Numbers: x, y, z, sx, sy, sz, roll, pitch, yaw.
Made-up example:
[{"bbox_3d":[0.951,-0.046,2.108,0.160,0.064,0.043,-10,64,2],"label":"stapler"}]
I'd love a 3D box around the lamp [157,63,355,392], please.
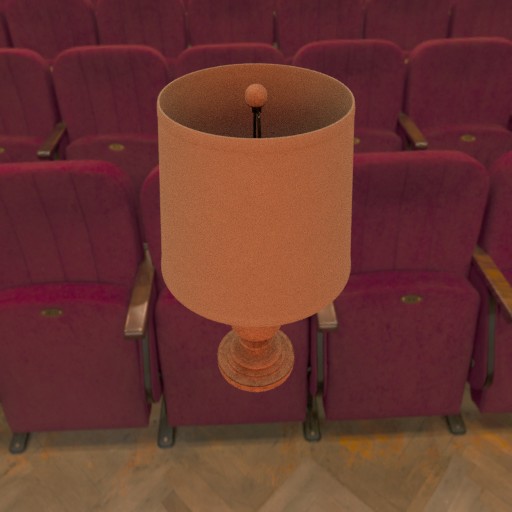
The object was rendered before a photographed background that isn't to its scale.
[{"bbox_3d":[0.000,0.000,0.648,0.273,0.497,0.273,0,41,0],"label":"lamp"}]
